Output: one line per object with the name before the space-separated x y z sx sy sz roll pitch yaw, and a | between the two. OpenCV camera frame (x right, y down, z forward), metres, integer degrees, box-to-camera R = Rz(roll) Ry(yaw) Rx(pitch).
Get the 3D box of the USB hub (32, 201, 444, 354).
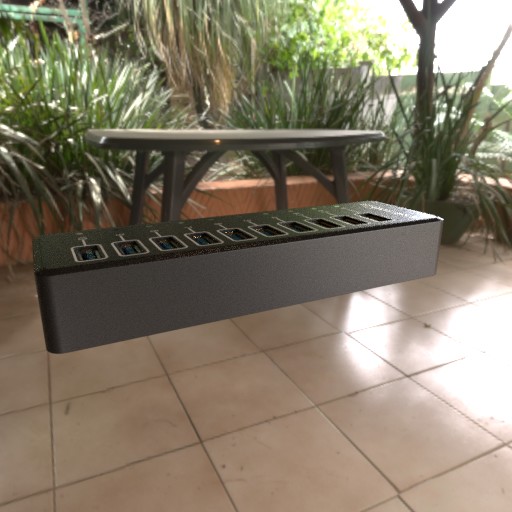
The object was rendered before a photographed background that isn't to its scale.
USB hub | 0.000 0.000 0.163 0.145 0.023 0.044 -9 20 -25
